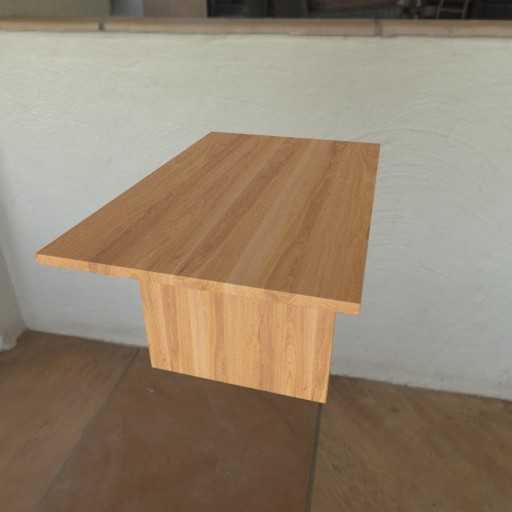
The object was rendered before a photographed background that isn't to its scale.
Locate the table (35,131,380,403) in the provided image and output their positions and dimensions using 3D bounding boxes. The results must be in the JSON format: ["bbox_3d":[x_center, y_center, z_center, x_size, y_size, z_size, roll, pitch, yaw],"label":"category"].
[{"bbox_3d":[0.000,0.000,1.473,0.700,0.510,1.100,8,31,13],"label":"table"}]
